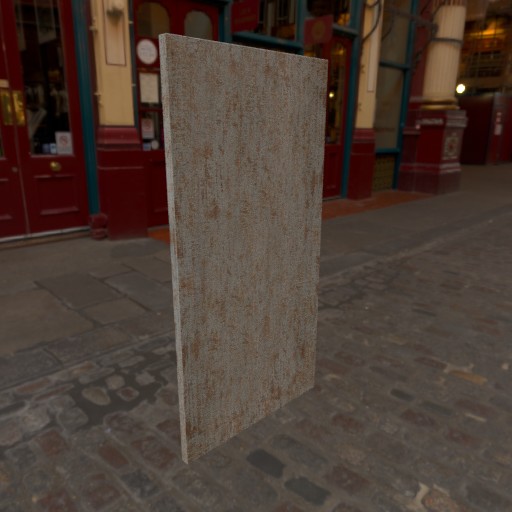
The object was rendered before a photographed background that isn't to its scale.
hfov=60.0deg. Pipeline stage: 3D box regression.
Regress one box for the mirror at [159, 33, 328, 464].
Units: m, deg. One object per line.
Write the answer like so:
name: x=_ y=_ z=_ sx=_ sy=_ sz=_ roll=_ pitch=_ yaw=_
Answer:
mirror: x=0.000 y=0.000 z=1.080 sx=0.472 sy=0.922 sz=0.027 roll=-15 pitch=22 yaw=-42
